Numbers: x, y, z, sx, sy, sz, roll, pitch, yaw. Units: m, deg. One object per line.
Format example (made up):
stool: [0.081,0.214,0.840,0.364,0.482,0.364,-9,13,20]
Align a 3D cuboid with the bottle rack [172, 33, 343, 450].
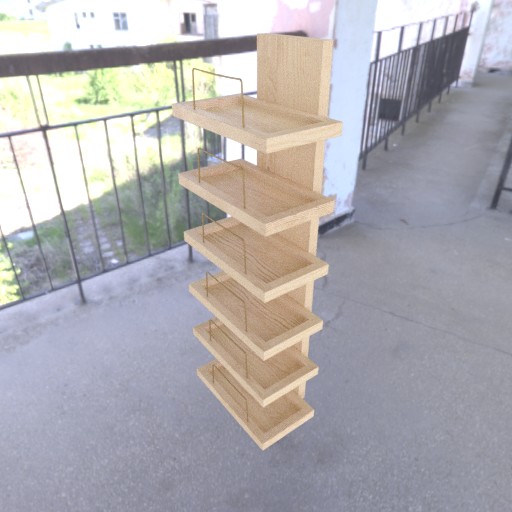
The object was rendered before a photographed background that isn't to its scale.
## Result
bottle rack: [0.000,0.000,1.069,0.206,0.943,0.330,-21,37,-31]
